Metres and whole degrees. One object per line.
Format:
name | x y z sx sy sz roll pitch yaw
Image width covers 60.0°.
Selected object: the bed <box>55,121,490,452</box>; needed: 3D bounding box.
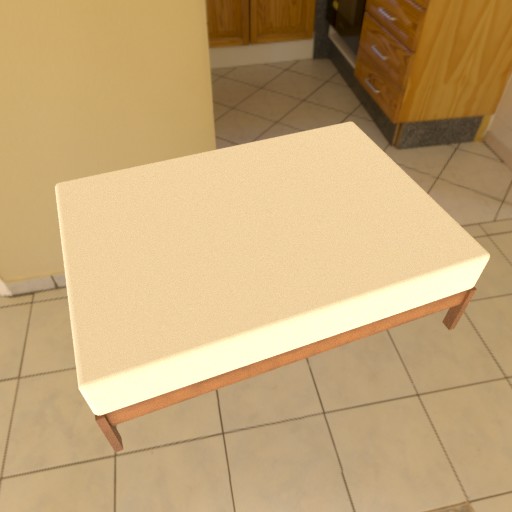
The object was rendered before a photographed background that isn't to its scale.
bed | 0.000 0.000 2.520 1.927 0.616 1.348 -16 48 -14
